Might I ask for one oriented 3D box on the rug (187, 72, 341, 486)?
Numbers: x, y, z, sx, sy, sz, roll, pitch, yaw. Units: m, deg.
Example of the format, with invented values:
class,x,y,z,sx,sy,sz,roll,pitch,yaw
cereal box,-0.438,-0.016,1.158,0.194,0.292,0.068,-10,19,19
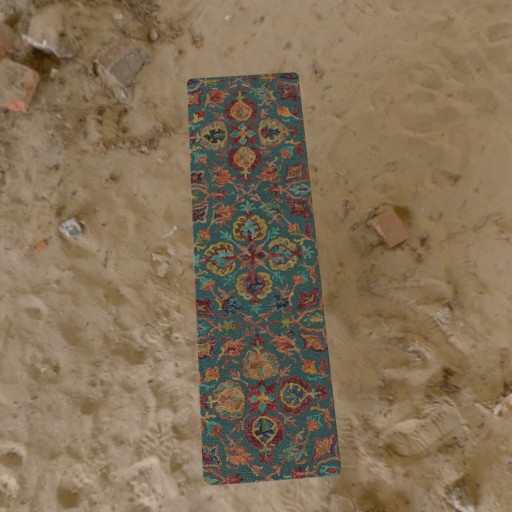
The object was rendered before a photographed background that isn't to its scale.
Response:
class,x,y,z,sx,sy,sz,roll,pitch,yaw
rug,0.000,0.000,2.454,0.686,0.013,2.286,-4,76,-1
